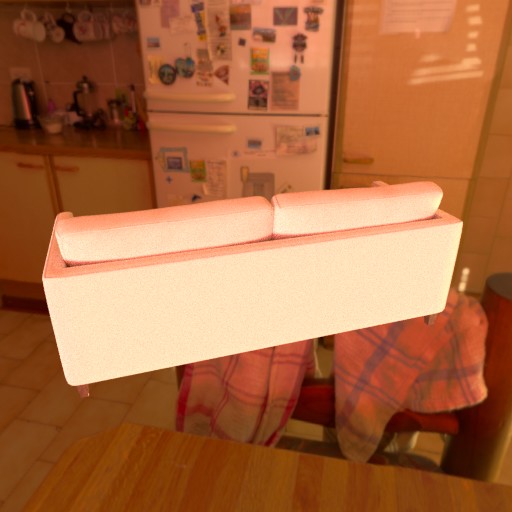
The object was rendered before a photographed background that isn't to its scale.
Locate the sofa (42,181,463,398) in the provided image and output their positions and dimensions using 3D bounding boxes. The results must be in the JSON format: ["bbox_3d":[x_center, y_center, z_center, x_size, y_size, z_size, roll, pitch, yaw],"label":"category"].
[{"bbox_3d":[0.000,0.000,2.847,2.361,0.962,0.951,-8,27,-16],"label":"sofa"}]
